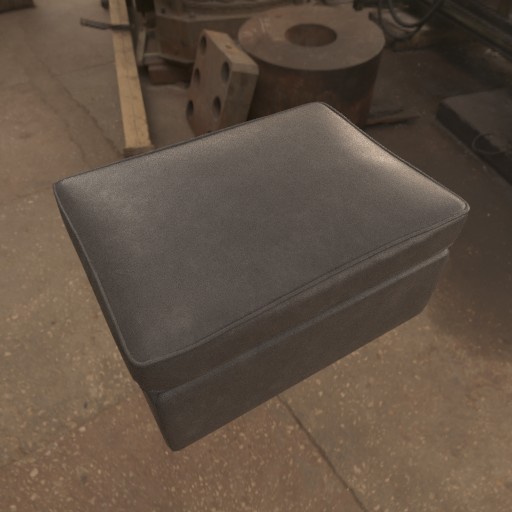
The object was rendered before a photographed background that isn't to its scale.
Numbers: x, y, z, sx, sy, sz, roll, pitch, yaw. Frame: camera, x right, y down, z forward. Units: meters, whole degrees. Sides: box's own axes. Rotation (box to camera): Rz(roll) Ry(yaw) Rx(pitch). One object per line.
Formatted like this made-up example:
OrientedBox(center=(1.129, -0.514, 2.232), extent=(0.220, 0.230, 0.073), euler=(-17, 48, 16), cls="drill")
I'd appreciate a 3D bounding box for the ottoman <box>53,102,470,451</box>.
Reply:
OrientedBox(center=(0.000, 0.000, 1.087), extent=(0.756, 0.445, 0.554), euler=(-23, 51, -21), cls="ottoman")
